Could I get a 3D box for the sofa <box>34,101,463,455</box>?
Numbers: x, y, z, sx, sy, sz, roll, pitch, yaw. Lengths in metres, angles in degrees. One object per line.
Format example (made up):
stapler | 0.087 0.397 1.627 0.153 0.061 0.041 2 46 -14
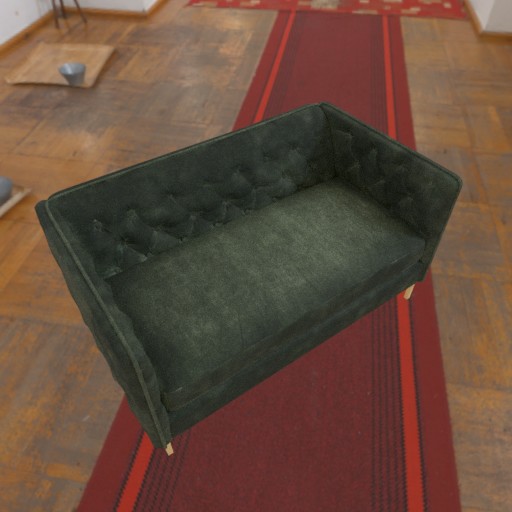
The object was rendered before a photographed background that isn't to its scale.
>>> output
sofa | 0.000 0.000 2.024 1.537 0.768 0.895 -26 51 -24
